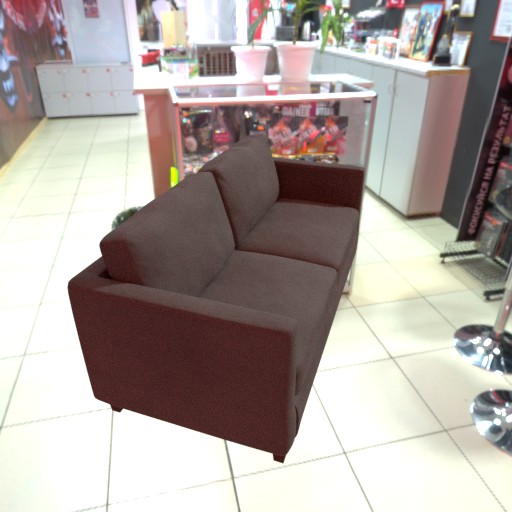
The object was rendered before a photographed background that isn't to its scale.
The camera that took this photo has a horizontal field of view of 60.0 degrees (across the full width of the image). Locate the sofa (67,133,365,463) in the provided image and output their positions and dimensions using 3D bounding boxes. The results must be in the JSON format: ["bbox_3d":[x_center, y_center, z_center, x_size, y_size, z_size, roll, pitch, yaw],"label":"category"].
[{"bbox_3d":[0.000,0.000,2.475,0.950,0.963,1.884,10,31,17],"label":"sofa"}]
